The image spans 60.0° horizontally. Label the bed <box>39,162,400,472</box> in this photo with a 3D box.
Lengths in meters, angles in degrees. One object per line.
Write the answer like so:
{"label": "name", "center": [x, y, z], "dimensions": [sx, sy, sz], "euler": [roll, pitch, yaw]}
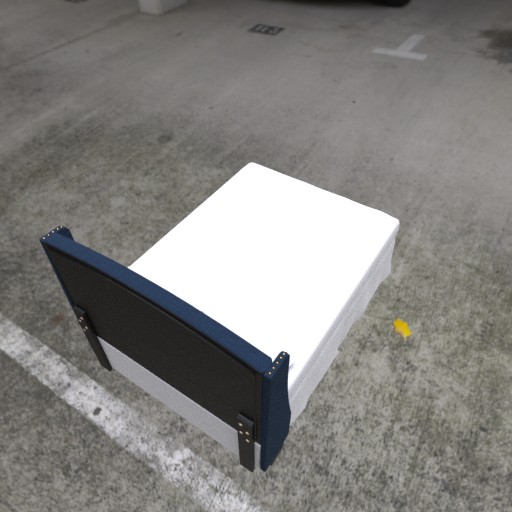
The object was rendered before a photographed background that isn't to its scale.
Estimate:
{"label": "bed", "center": [0.000, 0.000, 3.322], "dimensions": [1.604, 1.402, 2.223], "euler": [26, 52, 22]}
